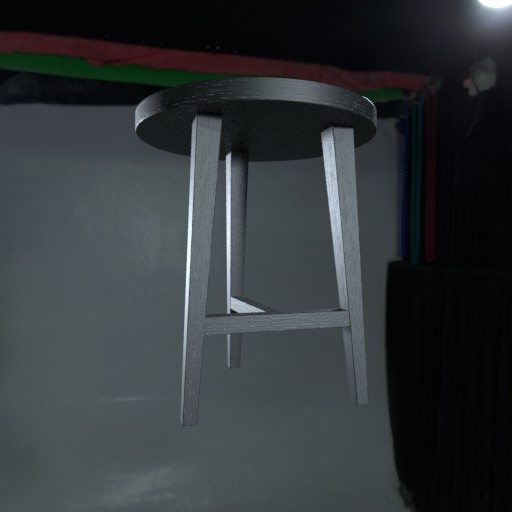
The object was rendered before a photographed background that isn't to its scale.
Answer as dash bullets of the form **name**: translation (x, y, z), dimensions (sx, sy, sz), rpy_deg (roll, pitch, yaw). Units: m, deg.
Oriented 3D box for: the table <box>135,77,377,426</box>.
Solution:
- **table**: translation (0.000, 0.000, 0.763), dimensions (0.399, 0.460, 0.399), rpy_deg (0, 1, 0)
